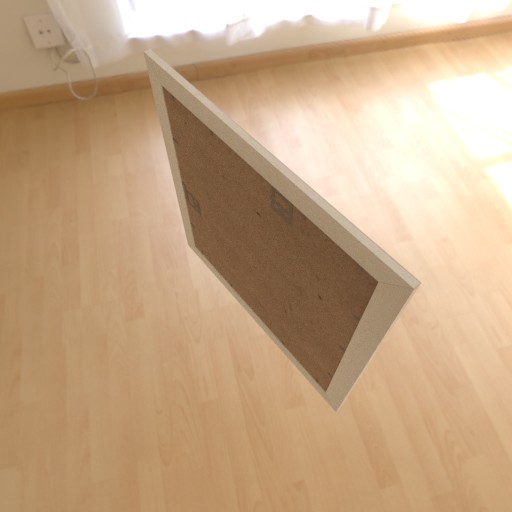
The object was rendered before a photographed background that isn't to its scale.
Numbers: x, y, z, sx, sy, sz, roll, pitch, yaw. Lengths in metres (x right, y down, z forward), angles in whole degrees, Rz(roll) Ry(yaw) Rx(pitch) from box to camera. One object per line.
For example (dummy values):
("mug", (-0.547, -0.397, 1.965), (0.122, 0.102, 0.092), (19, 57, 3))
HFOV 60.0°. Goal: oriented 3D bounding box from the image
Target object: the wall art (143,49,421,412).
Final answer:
("wall art", (0.000, 0.000, 0.876), (0.013, 0.584, 0.584), (-35, 64, -20))
